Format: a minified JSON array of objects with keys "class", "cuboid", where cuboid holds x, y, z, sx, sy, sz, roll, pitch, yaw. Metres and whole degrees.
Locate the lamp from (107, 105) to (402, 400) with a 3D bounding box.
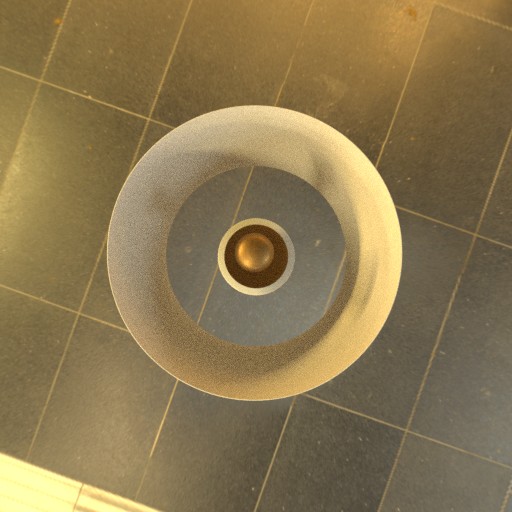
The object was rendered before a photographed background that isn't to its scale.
[{"class":"lamp","cuboid":[0.000,0.000,0.515,0.210,0.410,0.210,0,89,0]}]
